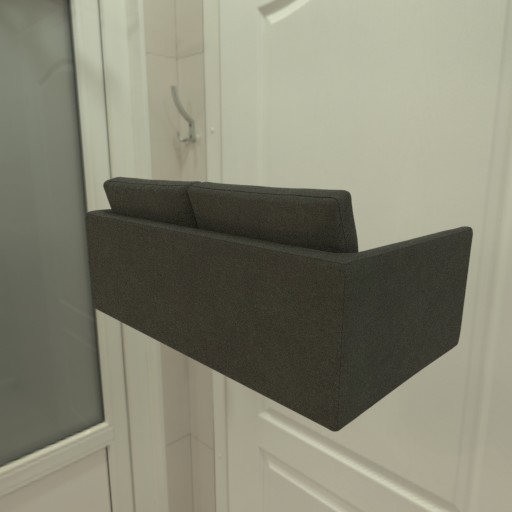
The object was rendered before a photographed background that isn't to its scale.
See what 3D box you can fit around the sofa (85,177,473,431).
[{"bbox_3d":[0.000,0.000,2.469,1.091,0.845,1.909,-12,17,-44],"label":"sofa"}]
